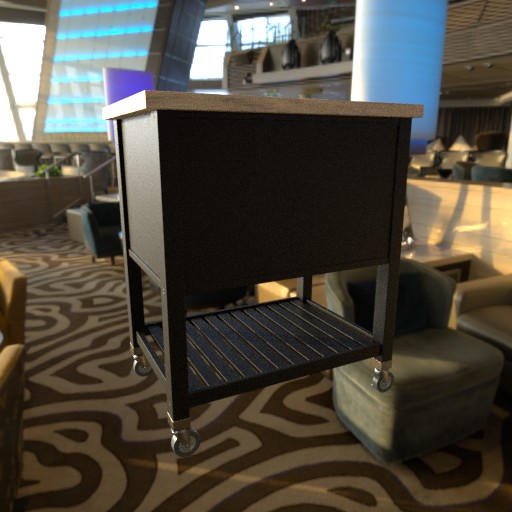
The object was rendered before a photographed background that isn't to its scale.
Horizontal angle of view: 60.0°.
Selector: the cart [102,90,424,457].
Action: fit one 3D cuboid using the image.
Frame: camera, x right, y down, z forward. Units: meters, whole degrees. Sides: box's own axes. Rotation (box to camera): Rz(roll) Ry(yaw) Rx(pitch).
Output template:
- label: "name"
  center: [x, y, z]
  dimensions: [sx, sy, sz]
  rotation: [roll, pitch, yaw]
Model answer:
- label: "cart"
  center: [0.000, 0.000, 1.437]
  dimensions: [0.797, 0.920, 0.567]
  rotation: [-7, 16, -26]
